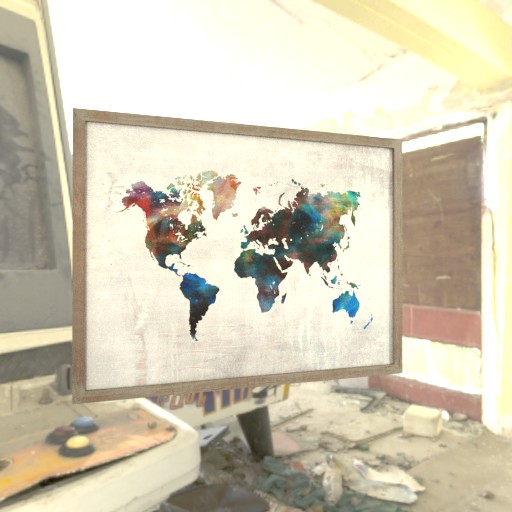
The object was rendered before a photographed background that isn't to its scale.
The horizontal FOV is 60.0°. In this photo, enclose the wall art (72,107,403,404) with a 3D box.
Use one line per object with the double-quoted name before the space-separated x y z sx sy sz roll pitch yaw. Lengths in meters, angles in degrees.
"wall art" 0.000 0.000 1.320 1.012 0.774 0.019 0 0 -18
